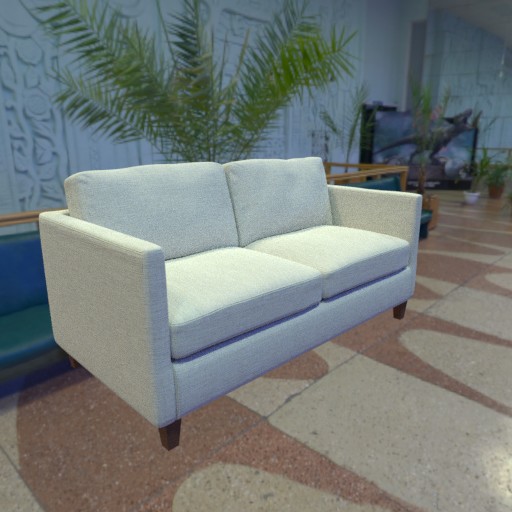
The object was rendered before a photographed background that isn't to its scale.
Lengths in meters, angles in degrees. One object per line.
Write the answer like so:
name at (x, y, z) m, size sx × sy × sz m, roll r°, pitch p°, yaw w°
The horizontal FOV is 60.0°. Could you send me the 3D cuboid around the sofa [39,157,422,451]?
sofa at (0.000, 0.000, 2.337) m, size 1.838 × 0.963 × 0.950 m, roll -15°, pitch 21°, yaw -42°
